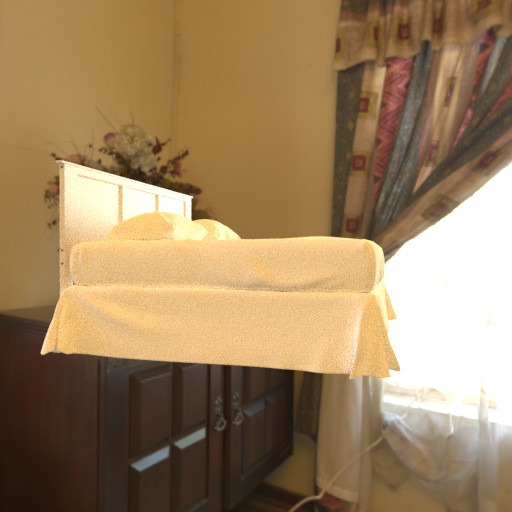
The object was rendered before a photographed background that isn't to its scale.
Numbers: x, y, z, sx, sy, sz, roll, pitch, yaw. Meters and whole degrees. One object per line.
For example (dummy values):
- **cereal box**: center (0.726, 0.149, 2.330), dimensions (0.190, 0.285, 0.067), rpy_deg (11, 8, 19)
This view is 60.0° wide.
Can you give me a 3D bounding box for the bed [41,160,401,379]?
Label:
- **bed**: center (0.000, 0.000, 3.602), dimensions (2.215, 1.273, 2.317), rpy_deg (0, 0, 17)
